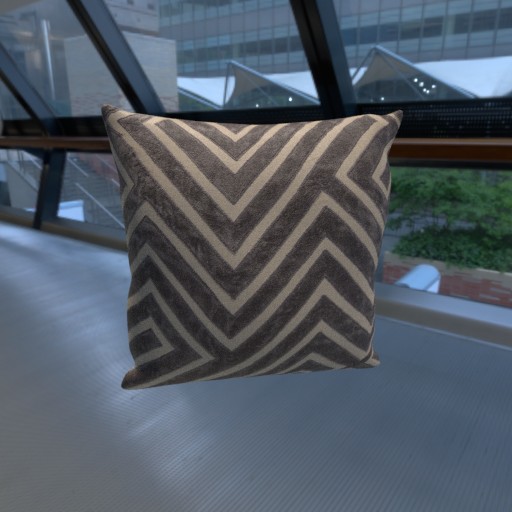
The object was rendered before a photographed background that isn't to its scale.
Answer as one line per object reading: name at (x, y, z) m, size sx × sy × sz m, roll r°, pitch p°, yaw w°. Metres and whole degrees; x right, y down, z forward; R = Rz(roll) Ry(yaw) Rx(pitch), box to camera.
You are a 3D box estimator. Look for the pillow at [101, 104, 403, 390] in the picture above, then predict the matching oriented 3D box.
pillow at (0.000, 0.000, 0.681) m, size 0.440 × 0.441 × 0.182 m, roll -2°, pitch 17°, yaw -8°
